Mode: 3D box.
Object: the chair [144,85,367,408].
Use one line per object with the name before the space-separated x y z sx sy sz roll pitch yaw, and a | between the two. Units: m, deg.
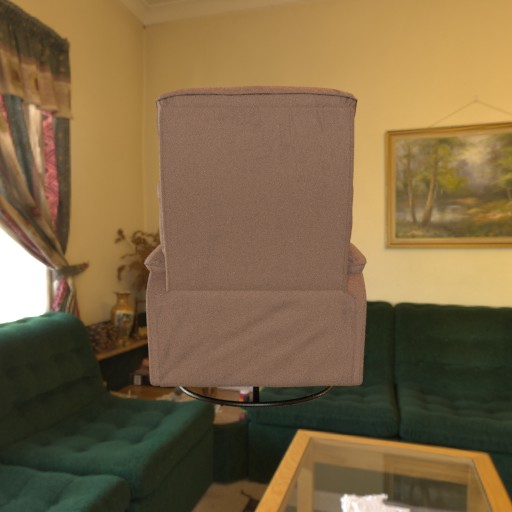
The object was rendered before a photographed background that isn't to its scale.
chair | 0.000 0.000 1.776 0.820 1.037 1.004 0 1 0
